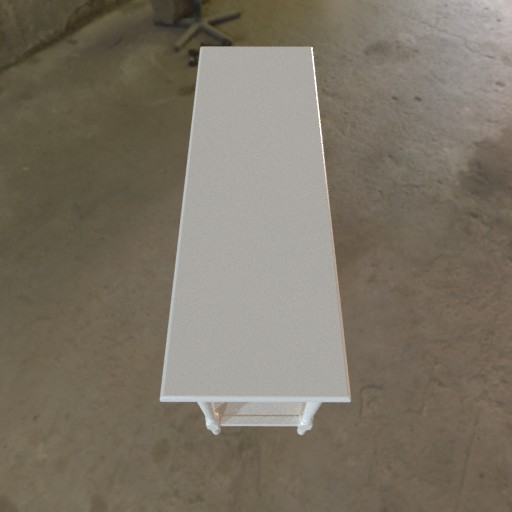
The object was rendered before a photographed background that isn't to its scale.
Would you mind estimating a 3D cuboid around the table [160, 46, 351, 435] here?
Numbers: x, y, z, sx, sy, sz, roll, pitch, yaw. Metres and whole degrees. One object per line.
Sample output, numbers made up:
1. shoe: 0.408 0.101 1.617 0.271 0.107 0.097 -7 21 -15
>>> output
1. table: 0.000 0.000 1.545 0.386 0.814 1.191 0 58 0
